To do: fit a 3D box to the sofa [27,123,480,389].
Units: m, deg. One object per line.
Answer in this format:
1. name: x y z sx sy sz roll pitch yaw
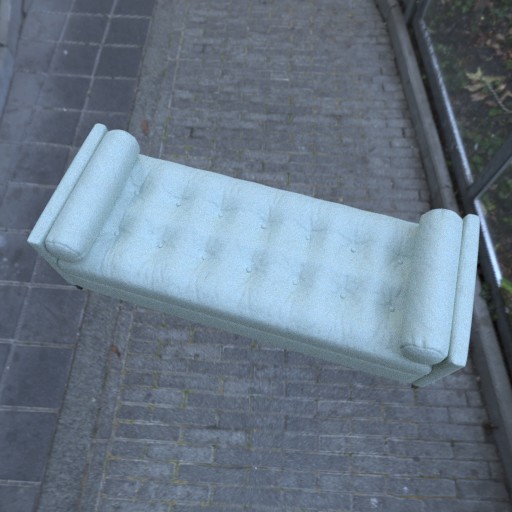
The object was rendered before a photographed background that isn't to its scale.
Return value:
1. sofa: 0.000 0.000 2.412 2.102 0.705 0.796 15 65 7
